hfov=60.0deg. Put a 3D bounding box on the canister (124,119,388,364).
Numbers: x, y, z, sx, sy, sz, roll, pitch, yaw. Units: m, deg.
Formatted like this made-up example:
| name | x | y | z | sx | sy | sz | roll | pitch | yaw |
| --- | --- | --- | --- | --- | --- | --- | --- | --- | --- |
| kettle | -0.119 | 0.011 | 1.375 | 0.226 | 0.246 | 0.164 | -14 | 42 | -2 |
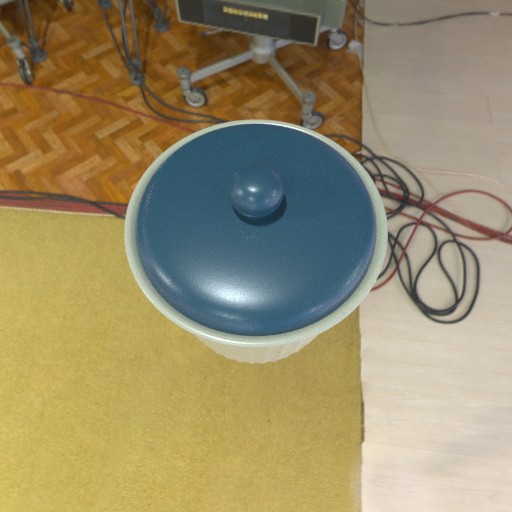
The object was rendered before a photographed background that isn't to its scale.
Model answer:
| name | x | y | z | sx | sy | sz | roll | pitch | yaw |
| --- | --- | --- | --- | --- | --- | --- | --- | --- | --- |
| canister | 0.000 | 0.000 | 0.359 | 0.181 | 0.211 | 0.181 | 0 | 63 | 0 |
